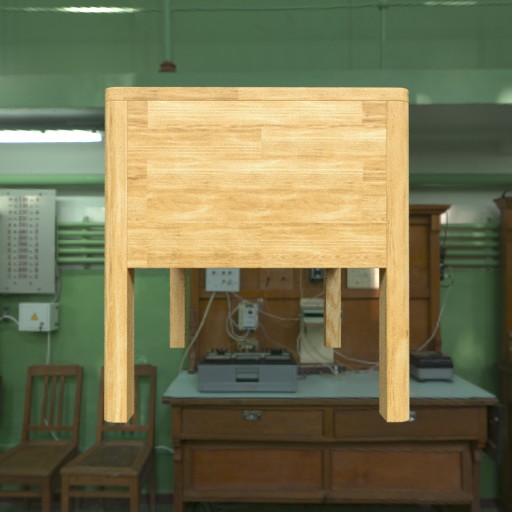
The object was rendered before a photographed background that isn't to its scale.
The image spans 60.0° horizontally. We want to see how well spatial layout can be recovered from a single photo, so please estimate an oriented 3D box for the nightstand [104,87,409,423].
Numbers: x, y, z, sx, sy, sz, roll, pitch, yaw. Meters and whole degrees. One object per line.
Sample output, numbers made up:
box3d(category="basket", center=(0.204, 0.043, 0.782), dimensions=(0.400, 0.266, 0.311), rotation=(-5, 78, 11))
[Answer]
box3d(category="nightstand", center=(0.000, 0.000, 0.901), dimensions=(0.440, 0.470, 0.560), rotation=(0, 0, 0))
